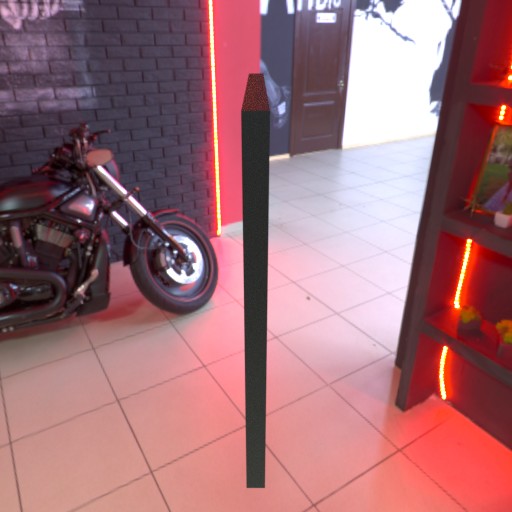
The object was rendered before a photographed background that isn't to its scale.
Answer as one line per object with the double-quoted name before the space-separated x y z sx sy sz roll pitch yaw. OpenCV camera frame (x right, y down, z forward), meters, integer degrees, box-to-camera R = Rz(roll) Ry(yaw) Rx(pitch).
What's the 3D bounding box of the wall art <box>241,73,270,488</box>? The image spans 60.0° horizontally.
"wall art" 0.000 0.000 0.529 0.019 0.381 0.330 0 26 0
